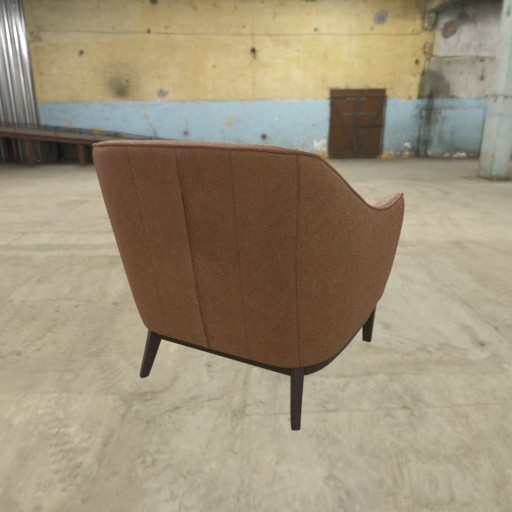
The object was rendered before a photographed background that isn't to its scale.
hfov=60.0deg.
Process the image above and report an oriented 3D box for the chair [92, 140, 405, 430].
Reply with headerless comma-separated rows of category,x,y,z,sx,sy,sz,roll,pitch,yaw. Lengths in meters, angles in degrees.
chair,0.000,0.000,1.585,0.871,0.830,0.852,9,19,27
